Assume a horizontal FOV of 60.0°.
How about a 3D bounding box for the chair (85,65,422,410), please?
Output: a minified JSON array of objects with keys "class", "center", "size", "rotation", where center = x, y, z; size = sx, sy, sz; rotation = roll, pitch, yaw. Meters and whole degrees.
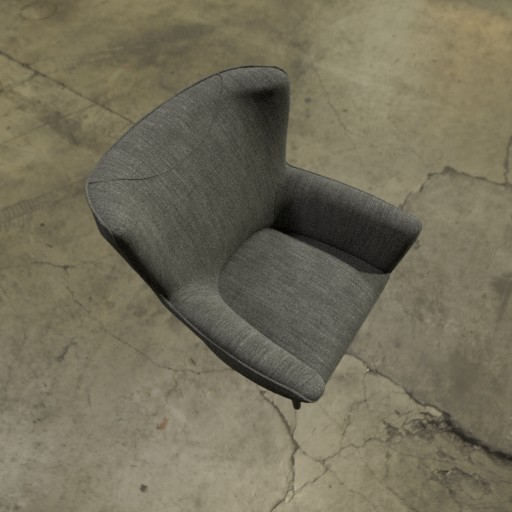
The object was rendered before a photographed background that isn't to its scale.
[{"class":"chair","center":[0.000,0.000,1.575],"size":[0.888,0.933,0.781],"rotation":[30,62,18]}]
